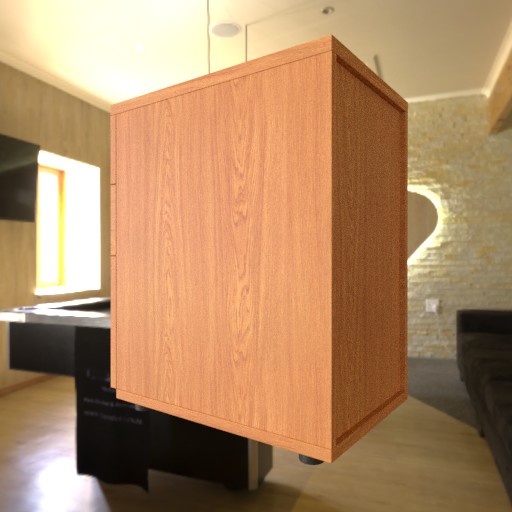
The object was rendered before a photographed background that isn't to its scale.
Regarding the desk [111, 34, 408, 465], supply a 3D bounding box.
[{"bbox_3d":[0.000,0.000,1.067,0.600,0.730,0.404,0,0,36],"label":"desk"}]
